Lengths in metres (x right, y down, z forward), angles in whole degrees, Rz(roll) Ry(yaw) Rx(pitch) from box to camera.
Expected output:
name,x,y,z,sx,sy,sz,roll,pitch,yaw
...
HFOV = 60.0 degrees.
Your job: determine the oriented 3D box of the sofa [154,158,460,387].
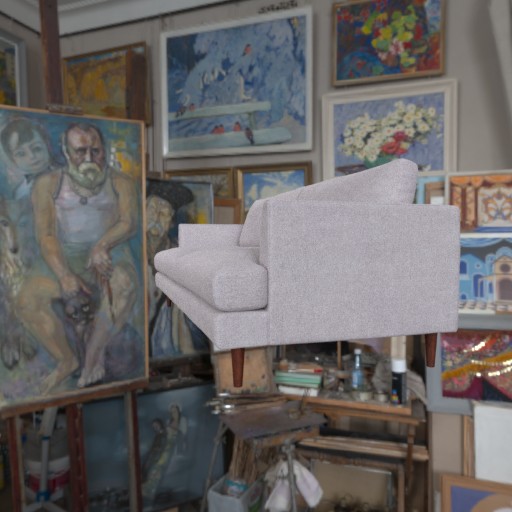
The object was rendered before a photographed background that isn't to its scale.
name,x,y,z,sx,sy,sz,roll,pitch,yaw
sofa,0.000,0.000,2.682,1.020,0.868,2.250,-1,2,-18
